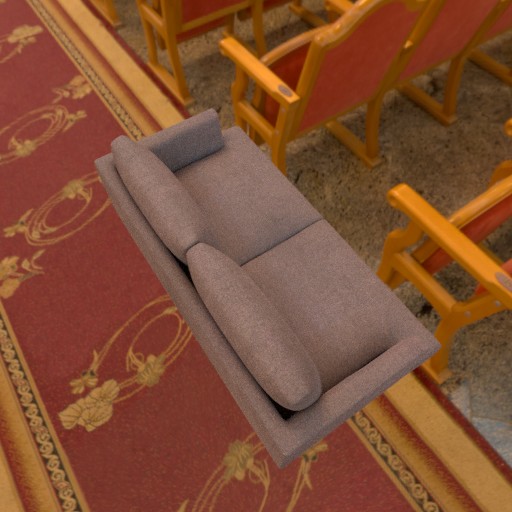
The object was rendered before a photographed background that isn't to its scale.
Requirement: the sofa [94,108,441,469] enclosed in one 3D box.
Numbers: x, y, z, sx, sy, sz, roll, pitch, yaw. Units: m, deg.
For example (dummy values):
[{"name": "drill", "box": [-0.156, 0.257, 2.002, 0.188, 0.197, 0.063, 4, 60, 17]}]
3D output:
[{"name": "sofa", "box": [0.000, 0.000, 2.520, 1.020, 0.868, 1.948, -30, 63, -17]}]
